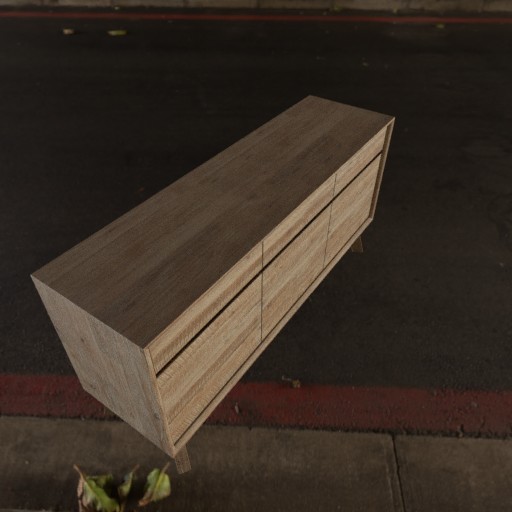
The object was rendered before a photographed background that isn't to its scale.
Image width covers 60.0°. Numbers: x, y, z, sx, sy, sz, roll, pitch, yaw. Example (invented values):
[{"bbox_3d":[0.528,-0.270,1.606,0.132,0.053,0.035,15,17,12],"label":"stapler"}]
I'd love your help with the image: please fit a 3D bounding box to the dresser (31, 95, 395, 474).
[{"bbox_3d":[0.000,0.000,1.921,0.455,0.788,1.602,25,47,25],"label":"dresser"}]
